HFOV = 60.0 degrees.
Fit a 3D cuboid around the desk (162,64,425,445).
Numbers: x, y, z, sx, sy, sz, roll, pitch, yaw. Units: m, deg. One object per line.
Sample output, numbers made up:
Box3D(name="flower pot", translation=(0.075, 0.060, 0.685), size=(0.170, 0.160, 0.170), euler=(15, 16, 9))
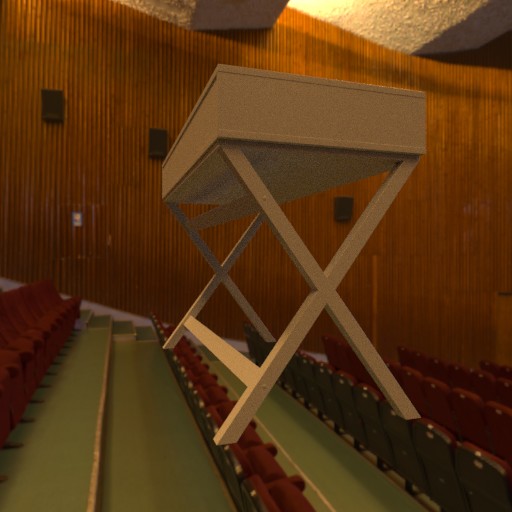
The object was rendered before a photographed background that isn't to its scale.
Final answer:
Box3D(name="desk", translation=(0.000, 0.000, 1.479), size=(0.509, 0.780, 1.059), euler=(0, 0, -18))
